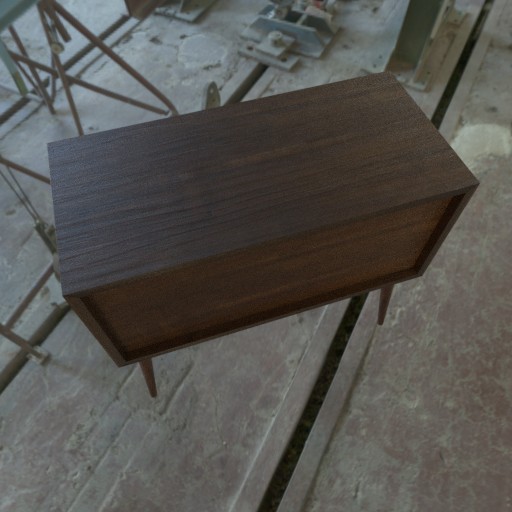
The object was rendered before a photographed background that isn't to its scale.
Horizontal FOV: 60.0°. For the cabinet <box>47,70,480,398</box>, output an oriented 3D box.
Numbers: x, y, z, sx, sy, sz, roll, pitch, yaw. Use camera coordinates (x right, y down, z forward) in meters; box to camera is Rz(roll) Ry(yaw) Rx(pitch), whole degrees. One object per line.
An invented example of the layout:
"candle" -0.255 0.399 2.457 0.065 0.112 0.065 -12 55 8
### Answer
"cabinet" 0.000 0.000 1.110 0.743 0.654 0.354 -15 58 -10
